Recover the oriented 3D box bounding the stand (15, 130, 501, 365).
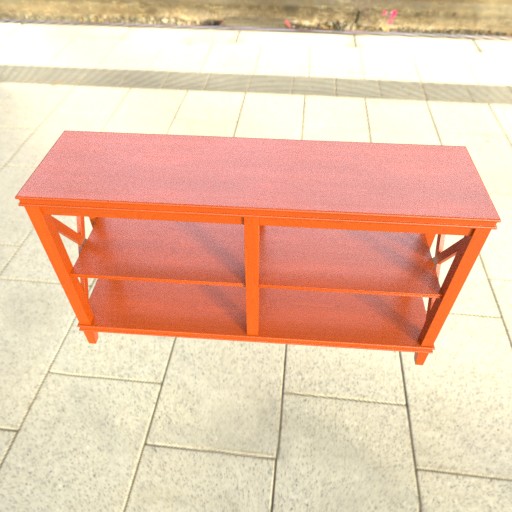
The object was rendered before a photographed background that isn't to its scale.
[{"bbox_3d":[0.000,0.000,1.647,1.372,0.762,0.381,3,45,3],"label":"stand"}]
